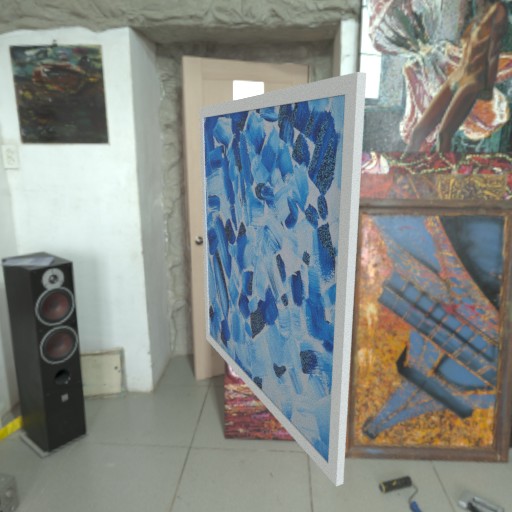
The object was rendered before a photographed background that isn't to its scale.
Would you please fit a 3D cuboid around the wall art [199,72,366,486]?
[{"bbox_3d":[0.000,0.000,0.968,0.015,0.660,0.660,-7,16,-25],"label":"wall art"}]
